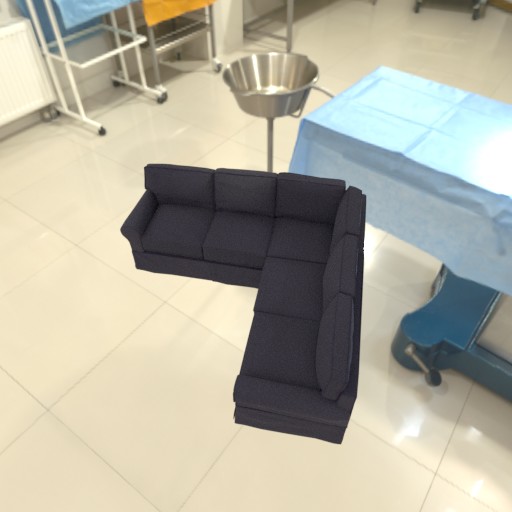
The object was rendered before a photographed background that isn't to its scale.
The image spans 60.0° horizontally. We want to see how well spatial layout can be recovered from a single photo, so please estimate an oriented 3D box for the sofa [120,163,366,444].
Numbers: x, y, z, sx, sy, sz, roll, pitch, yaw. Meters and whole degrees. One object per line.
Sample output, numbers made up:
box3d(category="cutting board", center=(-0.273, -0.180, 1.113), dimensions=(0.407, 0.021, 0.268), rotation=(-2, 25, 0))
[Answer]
box3d(category="sofa", center=(0.000, 0.000, 5.084), dimensions=(3.773, 1.169, 2.874), rotation=(34, 55, 28))
